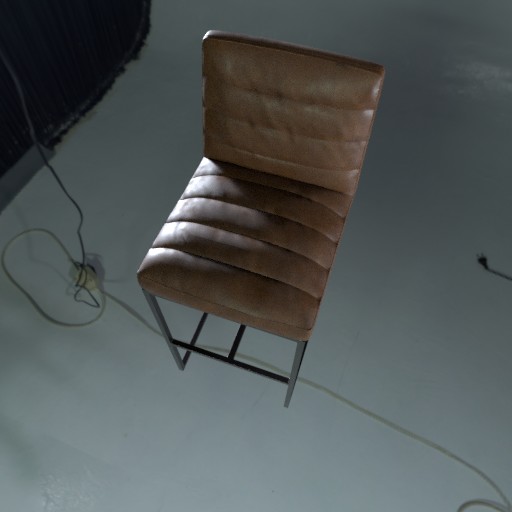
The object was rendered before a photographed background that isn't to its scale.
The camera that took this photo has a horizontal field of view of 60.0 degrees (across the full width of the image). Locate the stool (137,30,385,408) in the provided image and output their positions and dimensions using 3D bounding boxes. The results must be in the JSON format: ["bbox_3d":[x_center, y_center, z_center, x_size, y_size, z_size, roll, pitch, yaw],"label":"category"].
[{"bbox_3d":[0.000,0.000,1.348,0.463,1.065,0.562,16,59,10],"label":"stool"}]
